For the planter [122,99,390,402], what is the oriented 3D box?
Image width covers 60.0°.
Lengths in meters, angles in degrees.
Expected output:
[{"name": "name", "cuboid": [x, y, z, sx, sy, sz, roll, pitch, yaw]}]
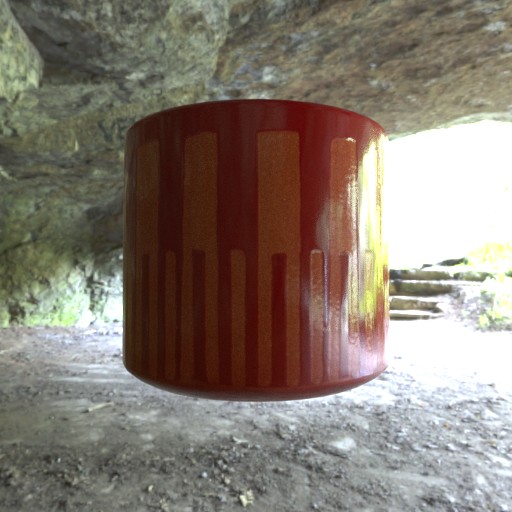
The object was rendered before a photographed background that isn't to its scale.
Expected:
[{"name": "planter", "cuboid": [0.000, 0.000, 0.400, 0.230, 0.202, 0.230, 0, -1, 0]}]
